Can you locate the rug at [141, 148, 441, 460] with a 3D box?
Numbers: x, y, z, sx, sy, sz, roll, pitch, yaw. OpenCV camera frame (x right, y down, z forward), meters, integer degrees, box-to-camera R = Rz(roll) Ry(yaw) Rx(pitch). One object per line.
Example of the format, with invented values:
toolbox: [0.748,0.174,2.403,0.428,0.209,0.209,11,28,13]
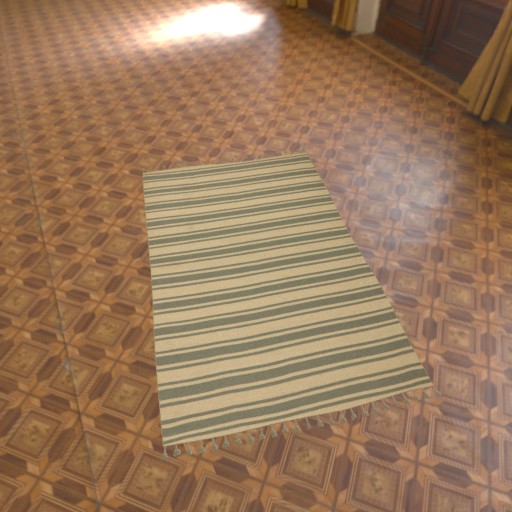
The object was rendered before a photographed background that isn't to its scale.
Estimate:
rug: [0.000,0.000,2.554,1.222,0.009,2.084,-9,46,-9]
